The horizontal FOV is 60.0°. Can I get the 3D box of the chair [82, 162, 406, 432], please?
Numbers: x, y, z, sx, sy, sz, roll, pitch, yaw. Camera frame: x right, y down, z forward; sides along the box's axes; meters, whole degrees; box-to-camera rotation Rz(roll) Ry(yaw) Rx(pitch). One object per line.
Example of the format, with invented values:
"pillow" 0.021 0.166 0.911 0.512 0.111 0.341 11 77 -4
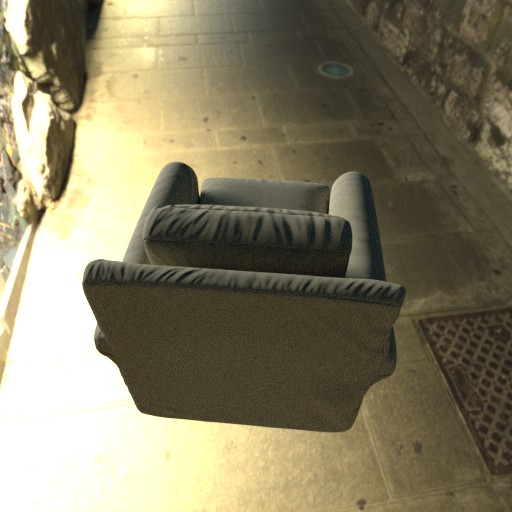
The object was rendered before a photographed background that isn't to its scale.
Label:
"chair" 0.000 0.000 1.726 0.940 0.866 1.066 4 47 4
